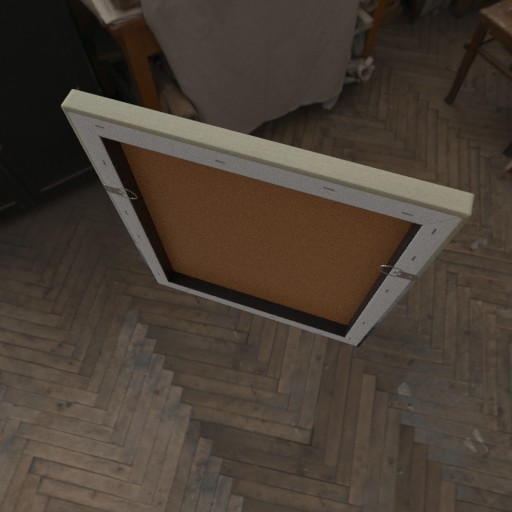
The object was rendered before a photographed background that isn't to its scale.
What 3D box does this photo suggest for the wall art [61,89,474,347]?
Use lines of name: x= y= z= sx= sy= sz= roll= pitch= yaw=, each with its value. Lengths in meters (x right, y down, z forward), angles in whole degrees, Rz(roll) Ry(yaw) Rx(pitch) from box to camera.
wall art: x=0.000 y=0.000 z=0.947 sx=0.608 sy=0.710 sz=0.041 roll=17 pitch=66 yaw=8
